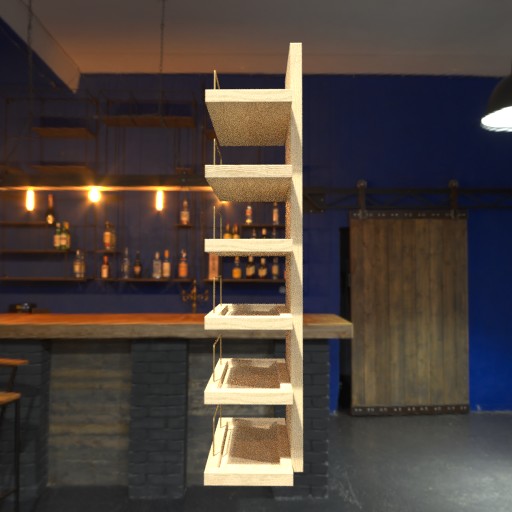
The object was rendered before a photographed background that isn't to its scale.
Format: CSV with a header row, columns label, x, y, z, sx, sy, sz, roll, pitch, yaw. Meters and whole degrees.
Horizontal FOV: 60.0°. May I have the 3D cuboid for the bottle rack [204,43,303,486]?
label,x,y,z,sx,sy,sz,roll,pitch,yaw
bottle rack,0.000,0.000,1.074,0.206,0.943,0.330,0,-2,1
